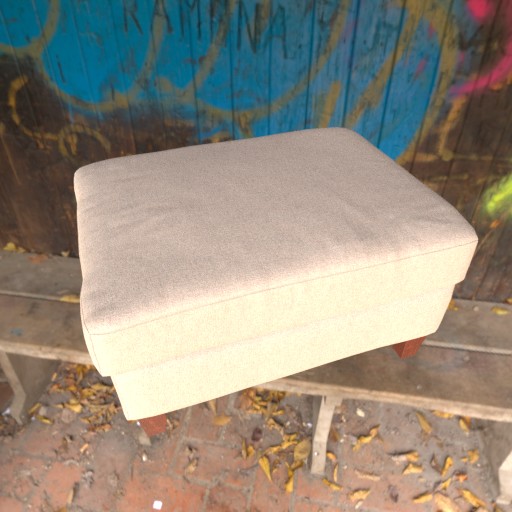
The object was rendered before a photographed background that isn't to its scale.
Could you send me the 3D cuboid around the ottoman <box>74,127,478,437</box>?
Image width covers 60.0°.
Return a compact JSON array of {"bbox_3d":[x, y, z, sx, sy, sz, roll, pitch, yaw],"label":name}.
[{"bbox_3d":[0.000,0.000,1.272,0.902,0.511,0.692,-12,40,-15],"label":"ottoman"}]
